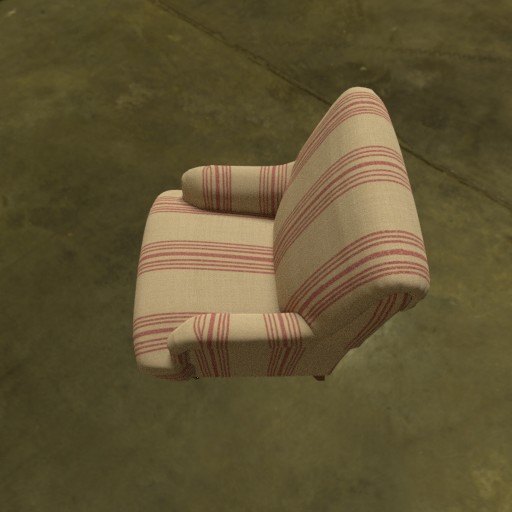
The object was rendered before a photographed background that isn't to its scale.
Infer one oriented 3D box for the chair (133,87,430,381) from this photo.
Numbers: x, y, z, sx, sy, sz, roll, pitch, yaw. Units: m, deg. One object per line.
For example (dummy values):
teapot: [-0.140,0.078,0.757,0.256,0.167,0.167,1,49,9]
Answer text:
chair: [0.000,0.000,1.913,1.058,1.123,0.933,-1,58,-1]
